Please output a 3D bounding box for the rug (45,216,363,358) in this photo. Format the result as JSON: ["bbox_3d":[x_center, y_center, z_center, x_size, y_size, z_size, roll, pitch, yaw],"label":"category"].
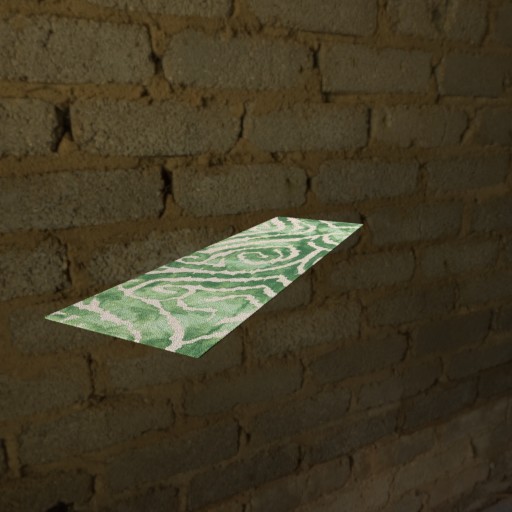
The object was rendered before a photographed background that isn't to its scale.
[{"bbox_3d":[0.000,0.000,2.728,0.761,0.006,2.438,8,18,25],"label":"rug"}]
